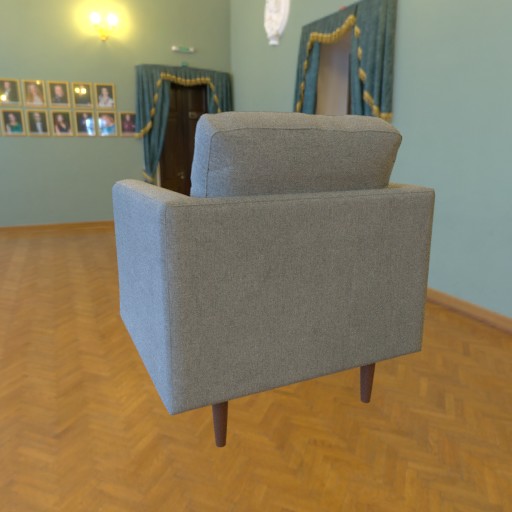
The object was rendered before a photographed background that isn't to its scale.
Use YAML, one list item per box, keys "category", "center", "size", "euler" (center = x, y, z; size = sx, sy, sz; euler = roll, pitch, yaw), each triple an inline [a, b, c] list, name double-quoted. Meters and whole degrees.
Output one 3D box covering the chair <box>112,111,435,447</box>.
- category: "chair"
  center: [0.000, 0.000, 1.554]
  size: [0.855, 0.927, 0.800]
  euler: [-7, 15, -25]
